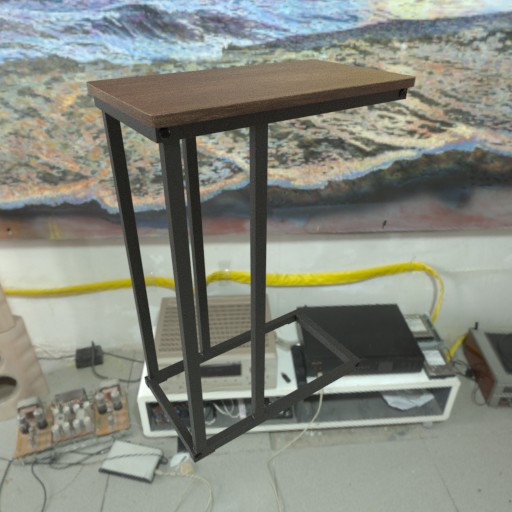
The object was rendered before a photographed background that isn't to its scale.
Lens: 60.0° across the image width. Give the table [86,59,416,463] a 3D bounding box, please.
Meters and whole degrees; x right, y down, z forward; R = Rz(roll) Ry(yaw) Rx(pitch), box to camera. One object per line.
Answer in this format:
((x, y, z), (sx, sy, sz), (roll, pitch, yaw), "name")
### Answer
((0.000, 0.000, 0.848), (0.450, 0.637, 0.254), (-19, 36, -29), "table")
